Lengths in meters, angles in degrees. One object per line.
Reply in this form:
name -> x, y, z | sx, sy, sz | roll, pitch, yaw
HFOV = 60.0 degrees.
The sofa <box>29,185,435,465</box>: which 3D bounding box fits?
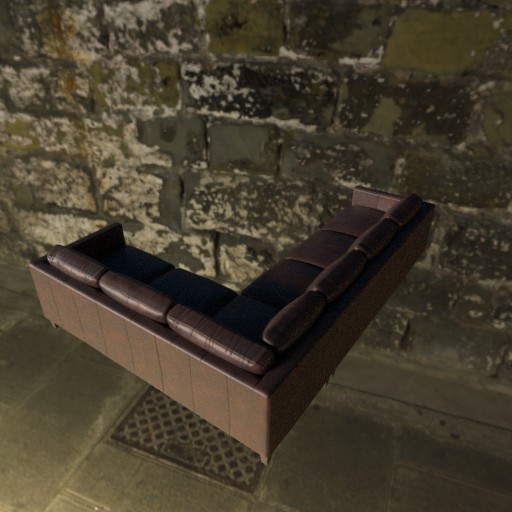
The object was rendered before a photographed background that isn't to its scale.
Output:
sofa -> 0.000, 0.000, 4.319 | 2.438, 0.836, 3.152 | 20, 37, 30
